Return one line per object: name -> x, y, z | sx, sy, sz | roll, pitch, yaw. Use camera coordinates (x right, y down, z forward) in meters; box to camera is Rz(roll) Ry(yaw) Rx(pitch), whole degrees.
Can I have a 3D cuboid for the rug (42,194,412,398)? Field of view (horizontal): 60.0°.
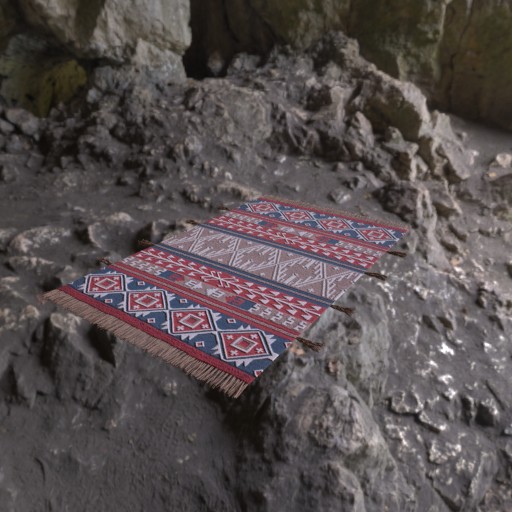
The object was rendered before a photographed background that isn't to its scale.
rug -> 0.000, 0.000, 2.637 | 1.469, 0.040, 2.025 | 17, 31, 31
